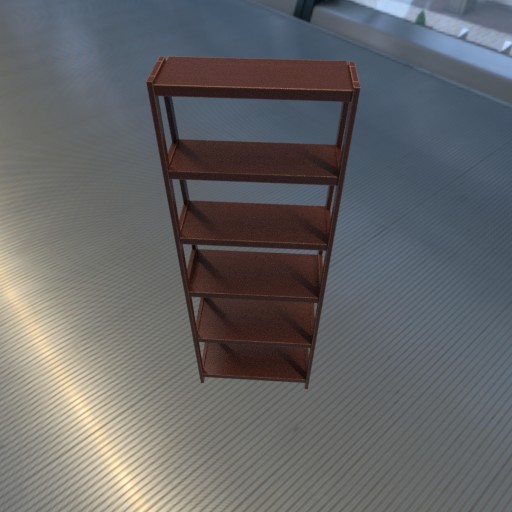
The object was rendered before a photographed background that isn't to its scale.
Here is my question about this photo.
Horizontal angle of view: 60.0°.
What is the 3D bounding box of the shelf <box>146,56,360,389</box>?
[{"bbox_3d":[0.000,0.000,2.162,0.660,1.892,0.381,3,46,3],"label":"shelf"}]
